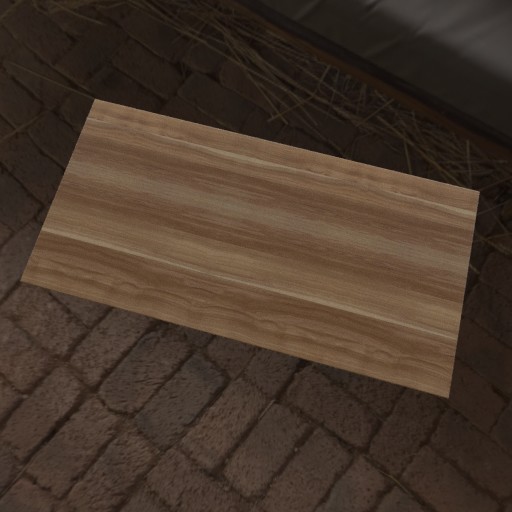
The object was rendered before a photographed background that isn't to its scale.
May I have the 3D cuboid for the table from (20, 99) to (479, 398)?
[{"bbox_3d":[0.000,0.000,2.486,2.000,0.770,1.000,15,76,4],"label":"table"}]
